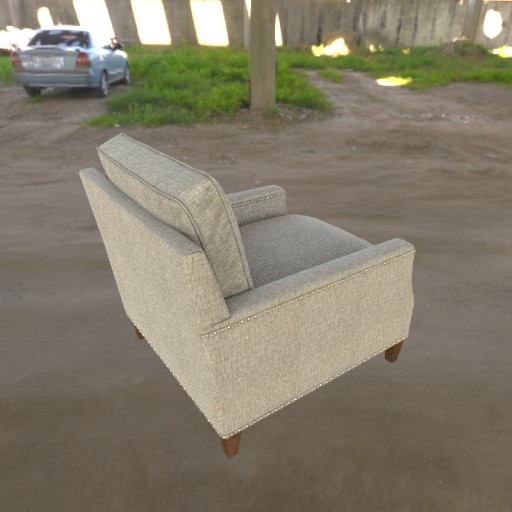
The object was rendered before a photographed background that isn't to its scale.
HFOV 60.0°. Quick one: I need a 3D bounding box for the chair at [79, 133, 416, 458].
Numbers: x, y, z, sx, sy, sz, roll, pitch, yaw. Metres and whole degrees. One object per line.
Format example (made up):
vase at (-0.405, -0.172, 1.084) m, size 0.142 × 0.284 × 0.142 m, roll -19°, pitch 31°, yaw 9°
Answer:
chair at (0.000, 0.000, 1.740) m, size 1.014 × 0.943 × 0.853 m, roll -18°, pitch 32°, yaw -31°
